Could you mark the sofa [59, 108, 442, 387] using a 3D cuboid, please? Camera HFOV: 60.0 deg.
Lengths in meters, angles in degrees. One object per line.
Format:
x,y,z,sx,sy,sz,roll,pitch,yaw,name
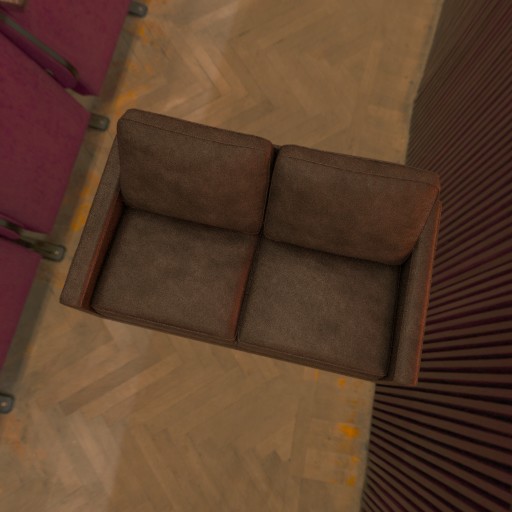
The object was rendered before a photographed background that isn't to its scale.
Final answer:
0.000,0.000,2.266,1.732,0.916,0.939,13,76,3,sofa
